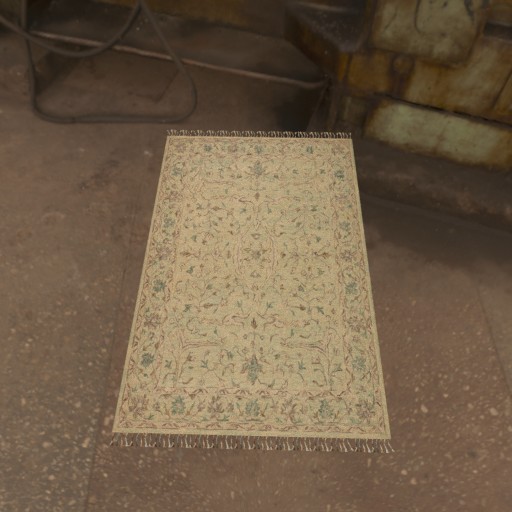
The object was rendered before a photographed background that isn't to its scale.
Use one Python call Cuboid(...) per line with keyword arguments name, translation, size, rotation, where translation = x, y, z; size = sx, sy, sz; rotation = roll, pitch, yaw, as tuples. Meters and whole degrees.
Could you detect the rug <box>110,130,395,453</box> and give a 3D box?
Cuboid(name="rug", translation=(0.000, 0.000, 3.007), size=(1.544, 0.010, 2.435), rotation=(1, 58, 1))
